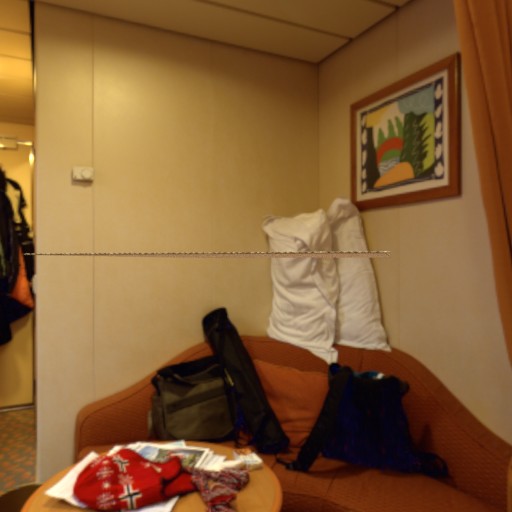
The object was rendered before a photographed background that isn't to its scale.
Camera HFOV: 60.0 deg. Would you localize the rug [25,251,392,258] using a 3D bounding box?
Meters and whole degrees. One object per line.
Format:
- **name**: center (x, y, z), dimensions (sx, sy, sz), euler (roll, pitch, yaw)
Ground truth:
- **rug**: center (0.000, 0.000, 4.126), dimensions (2.444, 0.013, 3.043), euler (0, -1, 18)
